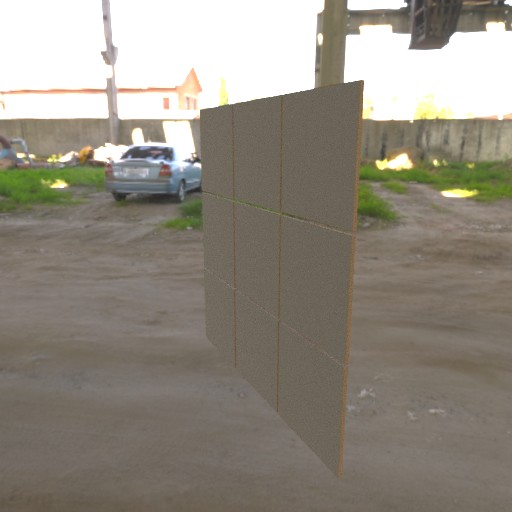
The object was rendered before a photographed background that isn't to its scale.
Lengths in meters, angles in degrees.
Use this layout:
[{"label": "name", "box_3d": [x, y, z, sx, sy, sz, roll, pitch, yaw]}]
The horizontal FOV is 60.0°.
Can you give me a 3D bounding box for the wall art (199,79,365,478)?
[{"label": "wall art", "box_3d": [0.000, 0.000, 1.371, 0.010, 0.917, 0.919, -7, 16, -26]}]
